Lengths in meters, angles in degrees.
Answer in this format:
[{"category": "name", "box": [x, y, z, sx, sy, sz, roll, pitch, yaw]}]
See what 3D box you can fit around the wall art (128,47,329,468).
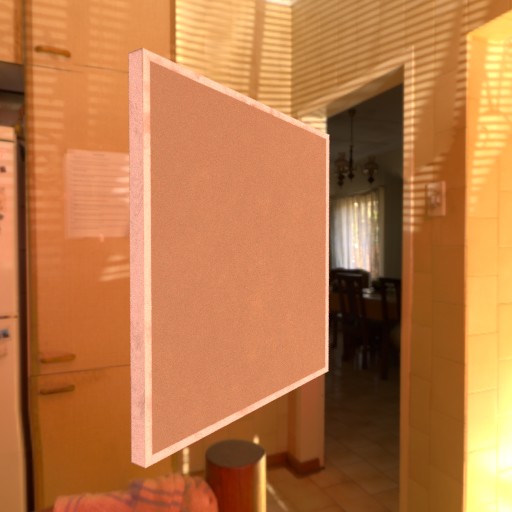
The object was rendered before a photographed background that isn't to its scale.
[{"category": "wall art", "box": [0.000, 0.000, 1.120, 0.038, 0.757, 0.760, 1, 2, 35]}]
